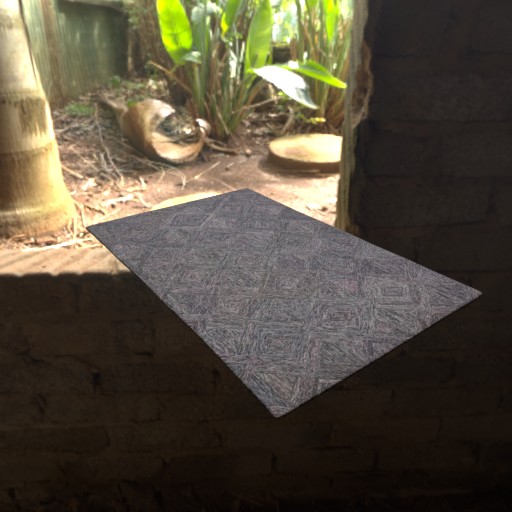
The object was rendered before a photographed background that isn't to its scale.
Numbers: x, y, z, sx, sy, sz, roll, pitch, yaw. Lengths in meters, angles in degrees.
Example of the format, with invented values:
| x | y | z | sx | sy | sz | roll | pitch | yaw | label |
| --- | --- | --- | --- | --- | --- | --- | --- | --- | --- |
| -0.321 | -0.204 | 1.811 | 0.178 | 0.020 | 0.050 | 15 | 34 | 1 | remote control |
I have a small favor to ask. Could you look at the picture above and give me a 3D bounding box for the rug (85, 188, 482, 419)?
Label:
| x | y | z | sx | sy | sz | roll | pitch | yaw | label |
| --- | --- | --- | --- | --- | --- | --- | --- | --- | --- |
| 0.000 | 0.000 | 2.222 | 1.158 | 0.013 | 1.752 | -19 | 33 | -32 | rug |
